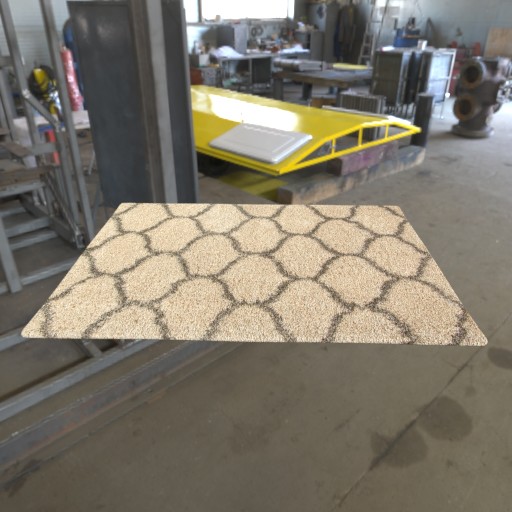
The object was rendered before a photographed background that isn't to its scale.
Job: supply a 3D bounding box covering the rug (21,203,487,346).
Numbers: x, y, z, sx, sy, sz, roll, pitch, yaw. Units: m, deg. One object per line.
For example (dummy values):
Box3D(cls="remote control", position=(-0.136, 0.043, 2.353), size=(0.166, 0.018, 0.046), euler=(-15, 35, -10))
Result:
Box3D(cls="rug", position=(0.000, 0.000, 2.035), size=(1.600, 0.025, 1.200), euler=(1, 29, 1))
